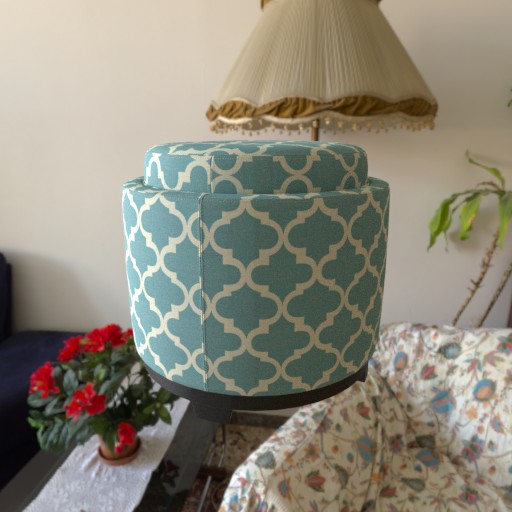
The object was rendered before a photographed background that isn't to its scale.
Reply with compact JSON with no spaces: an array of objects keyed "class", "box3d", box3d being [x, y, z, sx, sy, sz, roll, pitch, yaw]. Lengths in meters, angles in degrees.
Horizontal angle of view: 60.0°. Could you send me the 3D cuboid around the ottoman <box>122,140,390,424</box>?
[{"class":"ottoman","box3d":[0.000,0.000,0.852,0.480,0.429,0.480,0,16,0]}]
